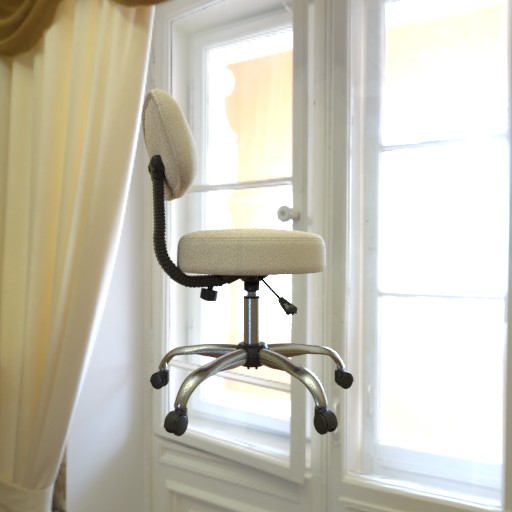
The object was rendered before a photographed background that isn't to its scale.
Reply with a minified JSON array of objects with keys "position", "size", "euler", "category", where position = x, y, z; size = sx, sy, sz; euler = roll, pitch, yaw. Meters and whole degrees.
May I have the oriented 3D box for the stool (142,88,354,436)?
[{"position":[0.000,0.000,1.259],"size":[0.616,0.810,0.609],"euler":[0,2,-18],"category":"stool"}]
